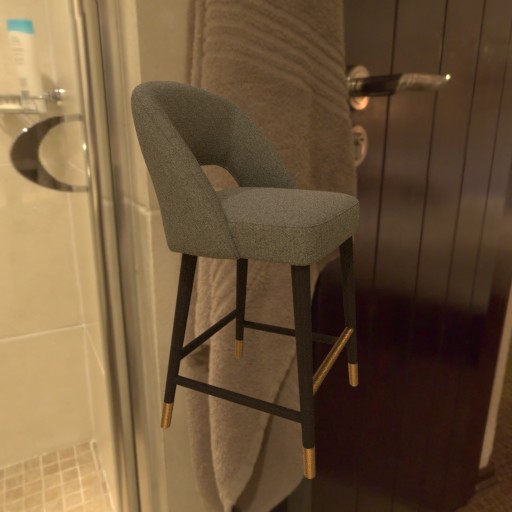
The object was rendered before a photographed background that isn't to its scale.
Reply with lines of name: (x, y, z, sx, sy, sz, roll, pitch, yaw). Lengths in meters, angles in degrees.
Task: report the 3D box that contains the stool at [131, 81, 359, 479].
stool: (0.000, 0.000, 1.232, 0.524, 0.925, 0.536, 7, 17, 25)
